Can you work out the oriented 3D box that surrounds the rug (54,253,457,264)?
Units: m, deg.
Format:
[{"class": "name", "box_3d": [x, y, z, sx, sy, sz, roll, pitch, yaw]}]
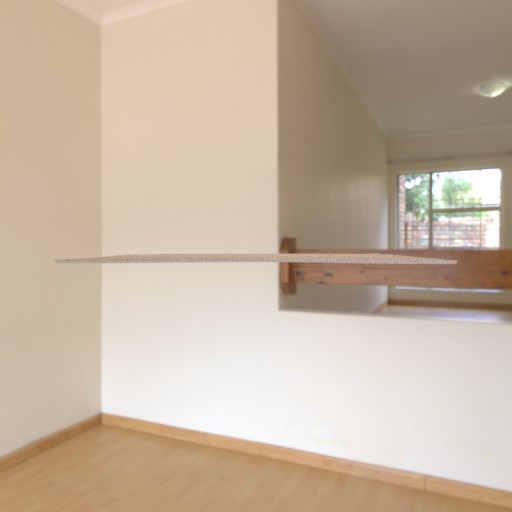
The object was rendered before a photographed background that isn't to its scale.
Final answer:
[{"class": "rug", "box_3d": [0.000, 0.000, 4.313, 2.467, 0.046, 3.245, 0, 1, 0]}]
